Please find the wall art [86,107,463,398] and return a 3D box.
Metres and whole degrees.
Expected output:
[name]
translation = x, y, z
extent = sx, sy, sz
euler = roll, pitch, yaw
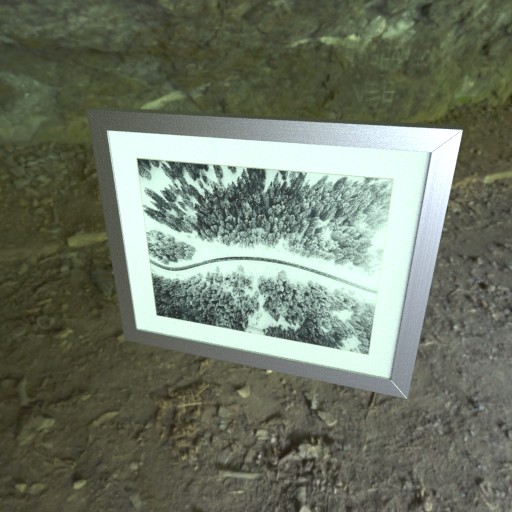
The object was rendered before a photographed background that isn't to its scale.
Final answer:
[wall art]
translation = 0.000, 0.000, 0.751
extent = 0.557, 0.456, 0.032
euler = 8, 28, 15
